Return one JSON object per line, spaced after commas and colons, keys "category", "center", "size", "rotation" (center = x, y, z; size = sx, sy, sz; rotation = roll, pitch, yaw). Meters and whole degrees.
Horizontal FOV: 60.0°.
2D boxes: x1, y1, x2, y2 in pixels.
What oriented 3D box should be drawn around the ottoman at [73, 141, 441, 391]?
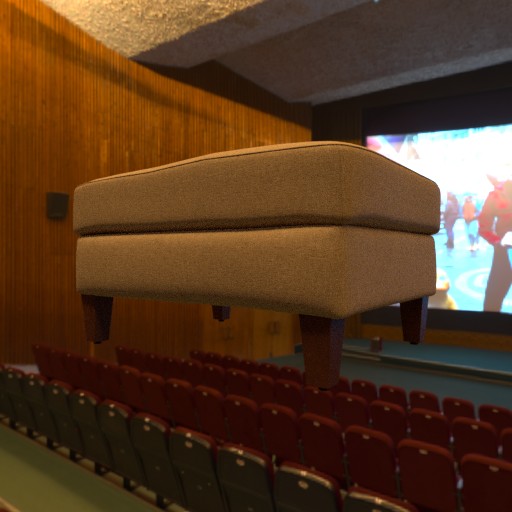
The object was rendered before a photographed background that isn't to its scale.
{"category": "ottoman", "center": [0.000, 0.000, 1.310], "size": [0.898, 0.519, 0.677], "rotation": [0, 0, 37]}
